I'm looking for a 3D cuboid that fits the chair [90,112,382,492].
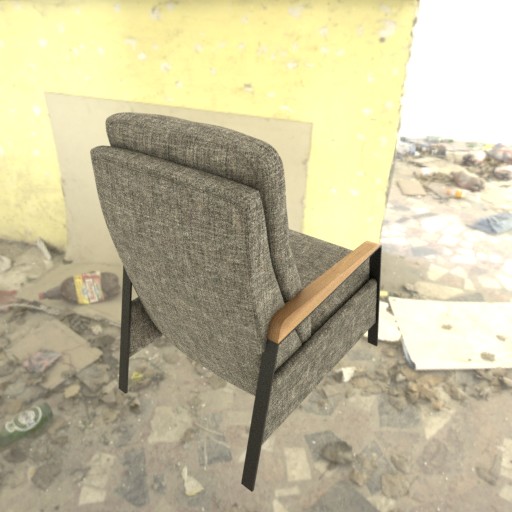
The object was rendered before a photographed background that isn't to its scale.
[{"bbox_3d":[0.000,0.000,1.577,0.671,1.042,0.868,22,36,33],"label":"chair"}]
